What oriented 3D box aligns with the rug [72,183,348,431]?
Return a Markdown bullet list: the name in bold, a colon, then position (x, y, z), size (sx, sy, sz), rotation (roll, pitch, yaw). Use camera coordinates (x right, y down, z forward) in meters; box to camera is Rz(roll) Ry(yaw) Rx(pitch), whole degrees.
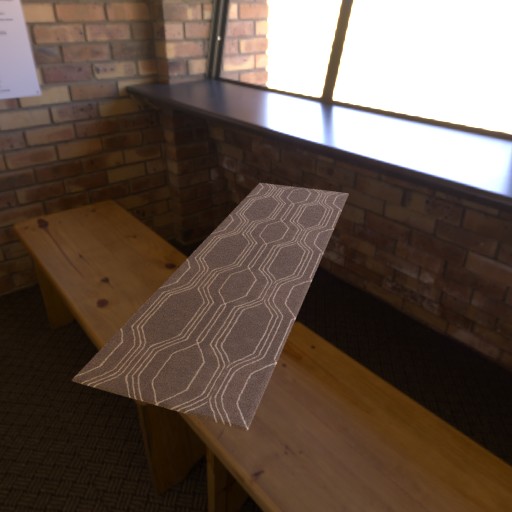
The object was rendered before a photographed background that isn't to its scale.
- **rug**: position (0.000, 0.000, 2.737), size (0.773, 0.012, 2.464), rotation (10, 31, 16)
